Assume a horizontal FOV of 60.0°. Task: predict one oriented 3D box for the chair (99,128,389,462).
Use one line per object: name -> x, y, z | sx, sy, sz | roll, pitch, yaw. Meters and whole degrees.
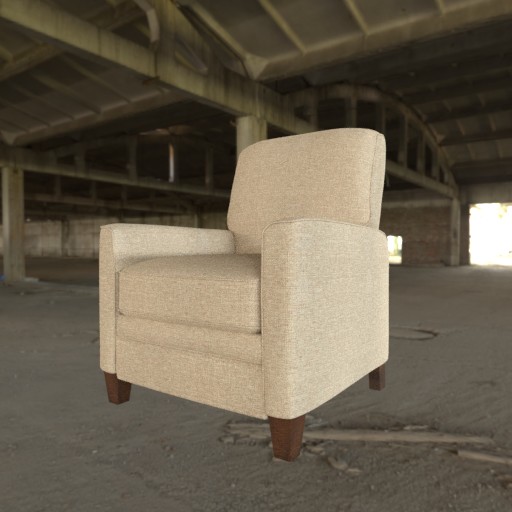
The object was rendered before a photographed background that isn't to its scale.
chair -> 0.000, 0.000, 1.644 | 0.841, 1.028, 0.858 | 1, 2, 35
